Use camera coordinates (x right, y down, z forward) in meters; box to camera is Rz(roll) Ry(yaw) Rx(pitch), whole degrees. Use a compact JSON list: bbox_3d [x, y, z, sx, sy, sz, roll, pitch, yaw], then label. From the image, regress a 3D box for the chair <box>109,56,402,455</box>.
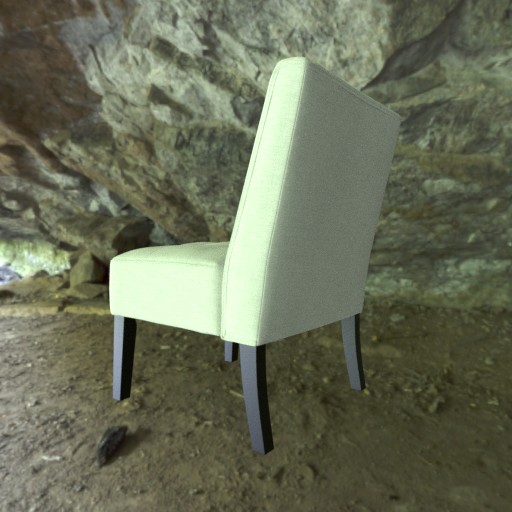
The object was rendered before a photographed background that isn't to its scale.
[{"bbox_3d":[0.000,0.000,1.308,0.676,0.853,0.569,2,3,37],"label":"chair"}]
